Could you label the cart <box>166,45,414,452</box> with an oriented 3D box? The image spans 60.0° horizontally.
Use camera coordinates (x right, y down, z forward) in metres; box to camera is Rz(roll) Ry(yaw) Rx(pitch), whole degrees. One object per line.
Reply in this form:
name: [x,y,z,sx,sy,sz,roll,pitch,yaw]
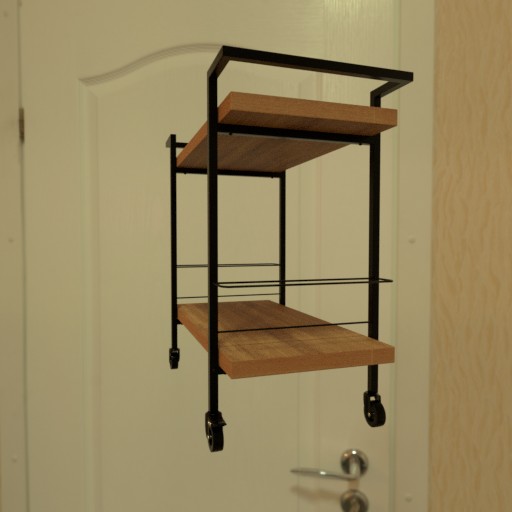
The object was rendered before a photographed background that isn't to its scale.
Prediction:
cart: [0.000,0.000,1.224,0.406,0.762,0.806,-1,2,-18]
